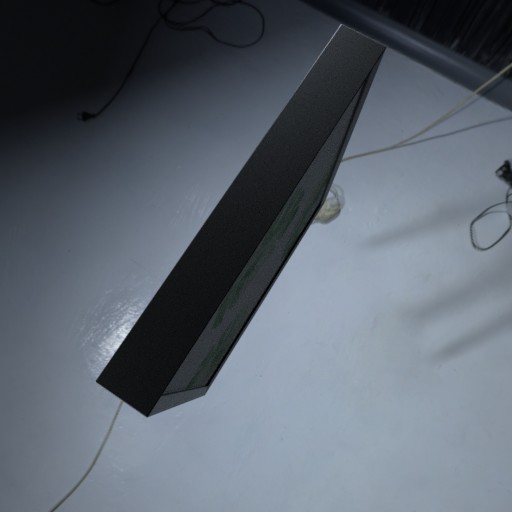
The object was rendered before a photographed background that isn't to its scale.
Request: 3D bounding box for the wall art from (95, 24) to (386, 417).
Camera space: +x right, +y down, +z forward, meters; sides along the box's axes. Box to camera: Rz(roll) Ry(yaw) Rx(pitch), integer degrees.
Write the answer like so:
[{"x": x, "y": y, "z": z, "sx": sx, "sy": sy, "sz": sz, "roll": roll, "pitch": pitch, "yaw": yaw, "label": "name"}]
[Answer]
[{"x": 0.000, "y": 0.000, "z": 0.442, "sx": 0.038, "sy": 0.304, "sz": 0.304, "roll": 31, "pitch": 77, "yaw": 8, "label": "wall art"}]
